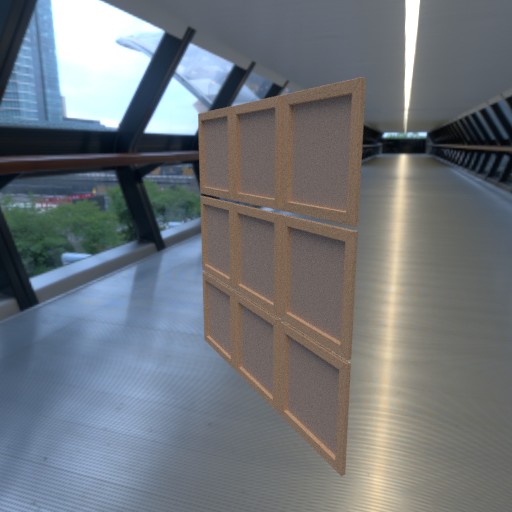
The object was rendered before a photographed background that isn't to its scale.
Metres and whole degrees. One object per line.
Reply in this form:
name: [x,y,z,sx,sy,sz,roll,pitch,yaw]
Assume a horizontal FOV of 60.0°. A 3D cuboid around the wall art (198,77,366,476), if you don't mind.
wall art: [0.000,0.000,1.373,0.012,0.910,0.917,-7,15,-27]
